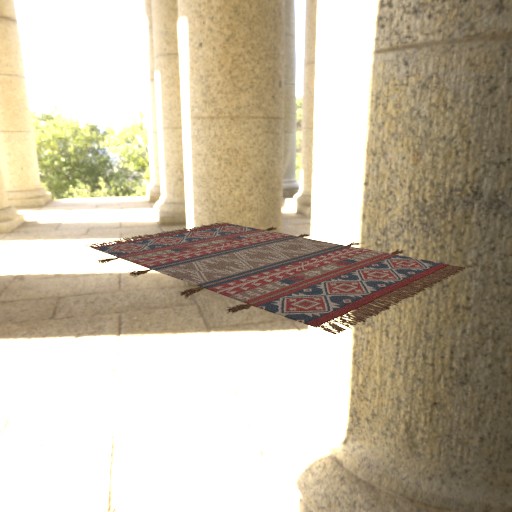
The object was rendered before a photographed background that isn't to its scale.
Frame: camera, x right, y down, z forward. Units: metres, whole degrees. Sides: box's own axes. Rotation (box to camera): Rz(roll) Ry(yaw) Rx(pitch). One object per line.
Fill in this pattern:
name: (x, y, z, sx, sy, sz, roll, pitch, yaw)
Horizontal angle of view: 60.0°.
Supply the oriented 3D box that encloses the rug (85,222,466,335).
rug: (0.000, 0.000, 3.239, 2.450, 0.048, 1.778, 14, 20, 43)
